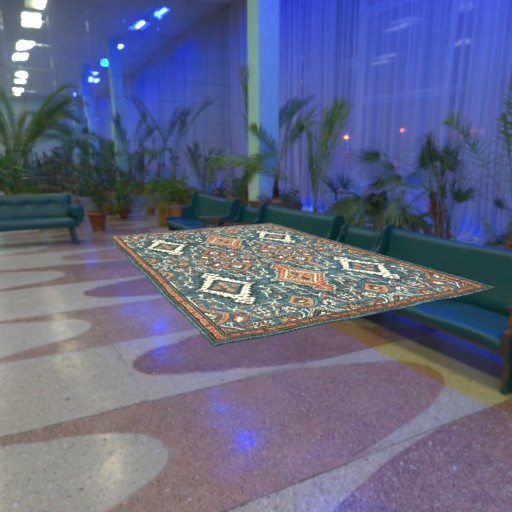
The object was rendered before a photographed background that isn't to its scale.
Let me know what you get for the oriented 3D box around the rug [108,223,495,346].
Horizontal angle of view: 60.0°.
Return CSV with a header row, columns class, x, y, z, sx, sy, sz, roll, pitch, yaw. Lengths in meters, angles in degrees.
class,x,y,z,sx,sy,sz,roll,pitch,yaw
rug,0.000,0.000,4.153,2.190,0.008,3.371,-7,15,-26
